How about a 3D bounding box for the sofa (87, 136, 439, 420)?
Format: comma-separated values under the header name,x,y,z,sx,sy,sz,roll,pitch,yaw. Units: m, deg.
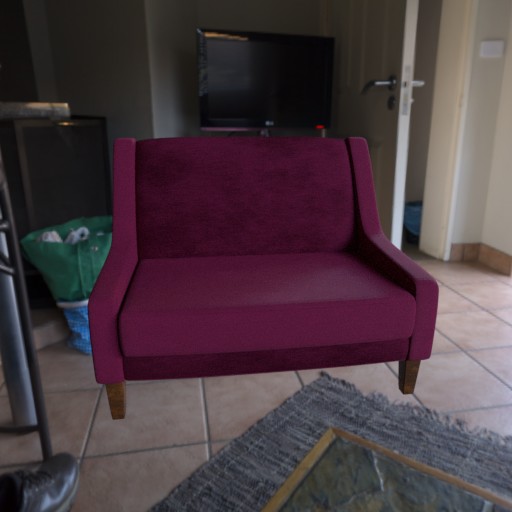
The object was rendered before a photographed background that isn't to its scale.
name,x,y,z,sx,sy,sz,roll,pitch,yaw
sofa,0.000,0.000,1.910,1.242,0.976,0.946,-2,16,-8
